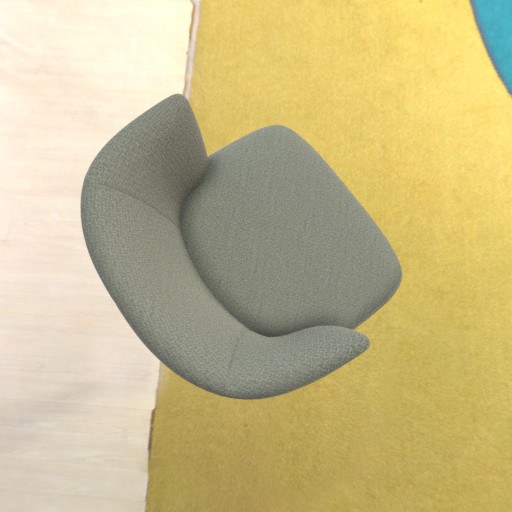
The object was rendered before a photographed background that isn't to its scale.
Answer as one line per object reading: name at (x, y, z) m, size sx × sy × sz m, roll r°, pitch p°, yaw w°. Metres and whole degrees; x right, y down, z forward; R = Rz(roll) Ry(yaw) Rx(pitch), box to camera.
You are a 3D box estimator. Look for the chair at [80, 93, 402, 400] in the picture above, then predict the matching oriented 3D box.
chair at (0.000, 0.000, 1.251) m, size 0.660 × 0.760 × 0.700 m, roll -34°, pitch 78°, yaw -8°
